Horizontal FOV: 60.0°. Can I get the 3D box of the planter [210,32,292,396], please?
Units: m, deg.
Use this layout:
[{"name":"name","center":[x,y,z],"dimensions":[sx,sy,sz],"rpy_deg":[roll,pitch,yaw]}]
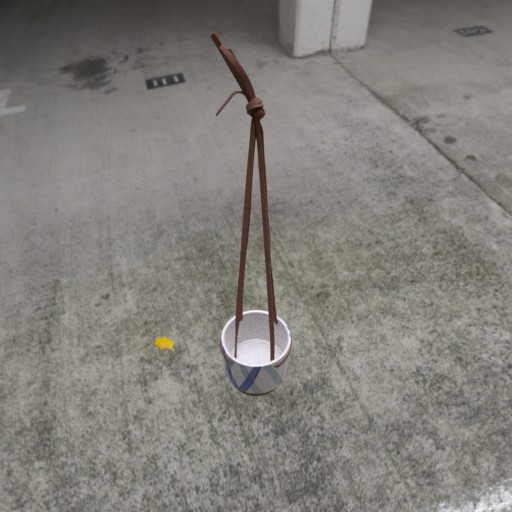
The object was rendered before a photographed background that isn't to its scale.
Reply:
[{"name":"planter","center":[0.000,0.000,0.800],"dimensions":[0.157,0.753,0.153],"rpy_deg":[-11,44,-11]}]
